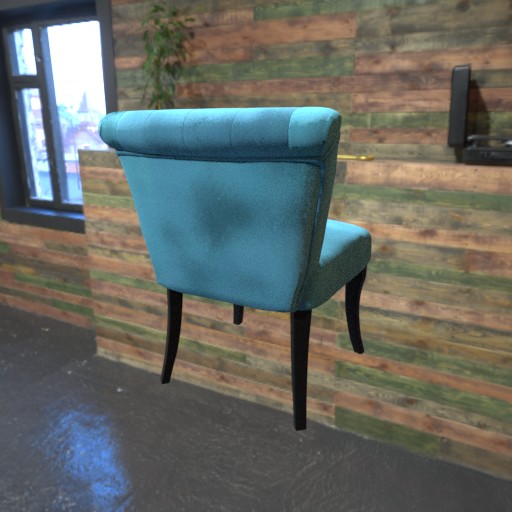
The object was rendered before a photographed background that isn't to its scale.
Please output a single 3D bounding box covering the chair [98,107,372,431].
[{"bbox_3d":[0.000,0.000,1.216,0.582,0.750,0.605,9,18,27],"label":"chair"}]
